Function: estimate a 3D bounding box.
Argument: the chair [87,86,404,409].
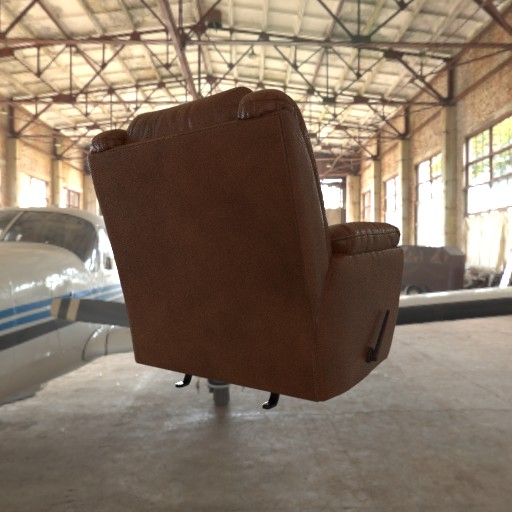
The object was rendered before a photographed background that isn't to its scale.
[{"bbox_3d":[0.000,0.000,1.892,0.990,1.093,1.041,0,0,36],"label":"chair"}]
